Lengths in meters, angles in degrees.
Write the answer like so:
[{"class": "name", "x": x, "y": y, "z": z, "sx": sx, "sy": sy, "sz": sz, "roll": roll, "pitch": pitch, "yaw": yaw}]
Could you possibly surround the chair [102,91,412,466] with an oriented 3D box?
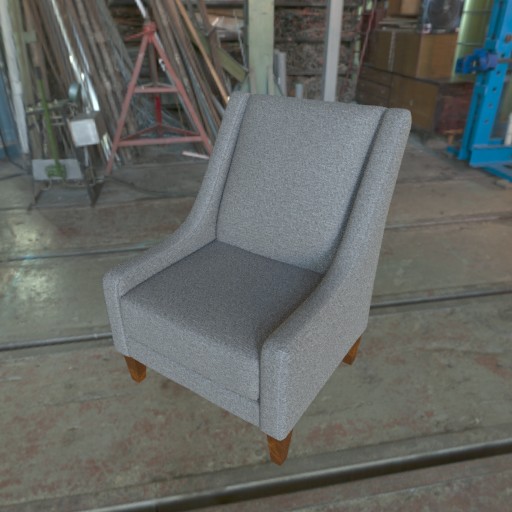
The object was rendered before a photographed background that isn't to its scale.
[{"class": "chair", "x": 0.000, "y": 0.000, "z": 1.649, "sx": 0.774, "sy": 1.016, "sz": 0.870, "roll": 18, "pitch": 34, "yaw": 29}]
